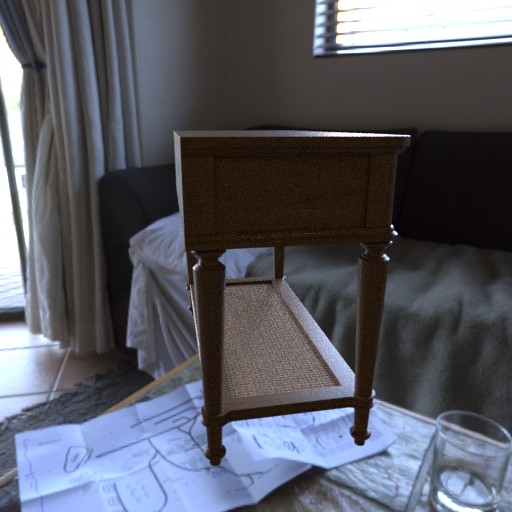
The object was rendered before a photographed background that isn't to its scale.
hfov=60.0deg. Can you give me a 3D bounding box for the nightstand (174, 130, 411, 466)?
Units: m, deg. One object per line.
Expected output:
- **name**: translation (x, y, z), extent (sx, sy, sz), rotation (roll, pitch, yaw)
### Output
- **nightstand**: translation (0.000, 0.000, 1.305), extent (0.432, 0.700, 0.914), rotation (-3, 17, -10)
